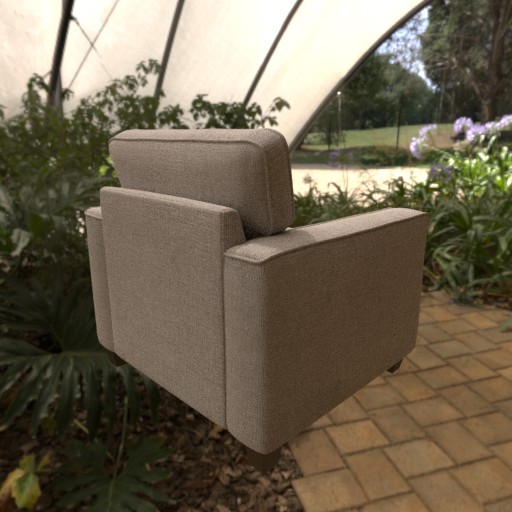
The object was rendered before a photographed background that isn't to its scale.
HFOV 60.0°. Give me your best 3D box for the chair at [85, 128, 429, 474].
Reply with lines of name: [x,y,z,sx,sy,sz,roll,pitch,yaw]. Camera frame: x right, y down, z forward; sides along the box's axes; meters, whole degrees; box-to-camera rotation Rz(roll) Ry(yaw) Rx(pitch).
chair: [0.000,0.000,1.753,0.939,0.965,1.015,-15,22,-43]
